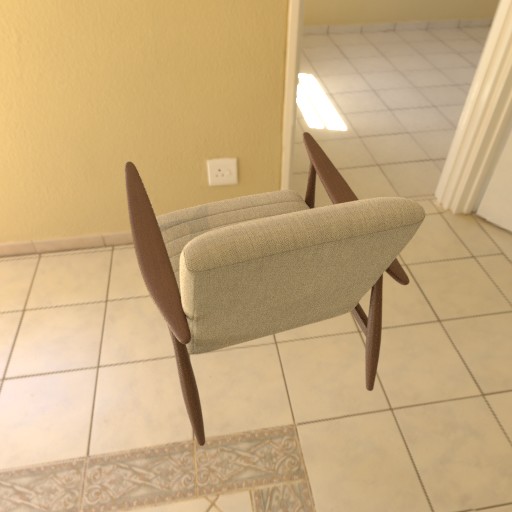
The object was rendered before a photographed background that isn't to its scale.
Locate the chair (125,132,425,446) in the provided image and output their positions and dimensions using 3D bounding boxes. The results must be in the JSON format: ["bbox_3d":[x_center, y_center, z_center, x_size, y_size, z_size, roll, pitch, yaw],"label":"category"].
[{"bbox_3d":[0.000,0.000,1.461,0.741,0.832,0.798,-13,45,-13],"label":"chair"}]
